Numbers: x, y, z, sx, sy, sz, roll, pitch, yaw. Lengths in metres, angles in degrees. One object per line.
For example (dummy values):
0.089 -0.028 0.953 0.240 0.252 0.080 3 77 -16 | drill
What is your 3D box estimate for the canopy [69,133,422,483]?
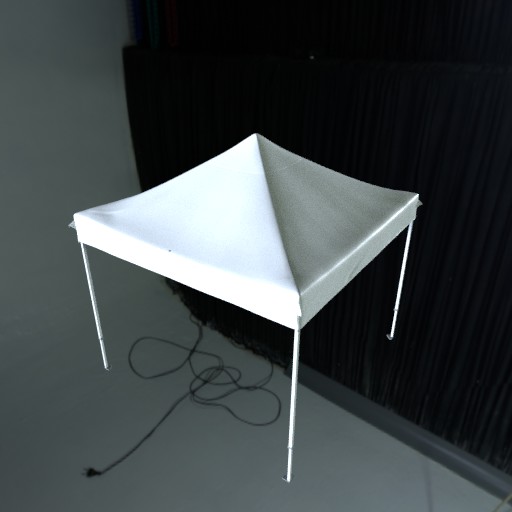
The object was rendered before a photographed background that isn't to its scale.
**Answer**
0.000 0.000 5.505 2.994 2.998 2.996 18 32 31 | canopy
